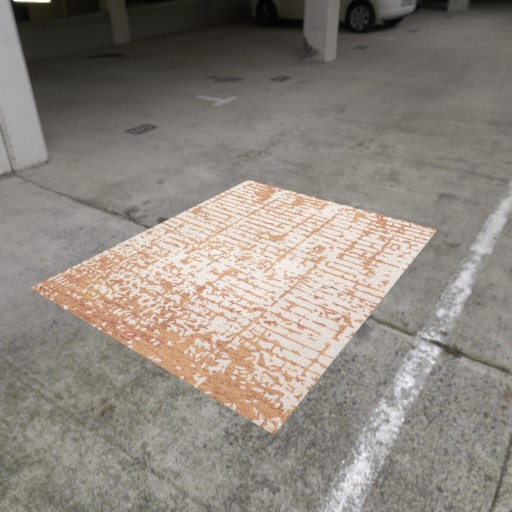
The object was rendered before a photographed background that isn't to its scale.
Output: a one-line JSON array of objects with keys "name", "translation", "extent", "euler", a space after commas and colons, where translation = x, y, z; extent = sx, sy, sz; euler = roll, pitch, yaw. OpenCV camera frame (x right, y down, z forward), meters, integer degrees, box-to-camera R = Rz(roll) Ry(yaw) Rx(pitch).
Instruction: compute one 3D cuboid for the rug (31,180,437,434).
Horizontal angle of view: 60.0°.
[{"name": "rug", "translation": [0.000, 0.000, 4.144], "extent": [2.441, 0.011, 3.050], "euler": [20, 36, 30]}]
